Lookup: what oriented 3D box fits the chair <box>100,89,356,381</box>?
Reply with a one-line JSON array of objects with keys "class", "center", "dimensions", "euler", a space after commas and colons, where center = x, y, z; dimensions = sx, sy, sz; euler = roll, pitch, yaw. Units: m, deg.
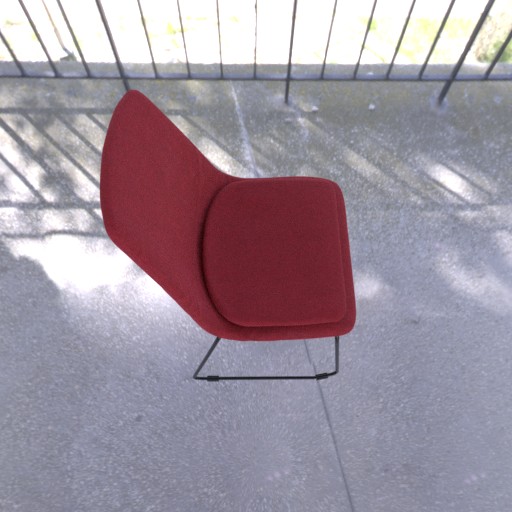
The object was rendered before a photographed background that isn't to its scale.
[{"class": "chair", "center": [0.000, 0.000, 1.125], "dimensions": [0.518, 0.858, 0.479], "euler": [0, 65, 0]}]
